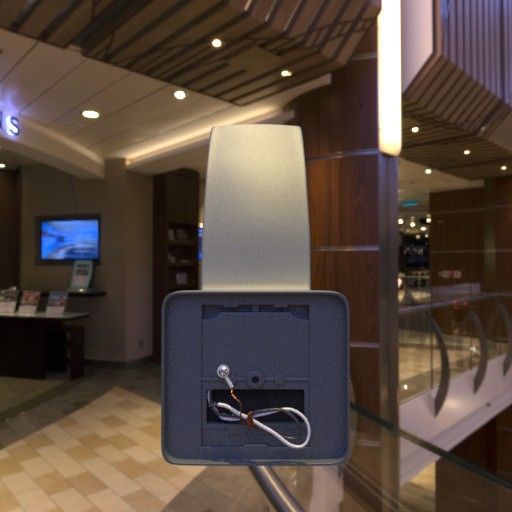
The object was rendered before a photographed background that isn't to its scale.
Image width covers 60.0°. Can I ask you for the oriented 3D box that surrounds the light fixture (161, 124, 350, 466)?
[{"bbox_3d":[0.000,0.000,0.338,0.108,0.243,0.174,0,-1,0],"label":"light fixture"}]
